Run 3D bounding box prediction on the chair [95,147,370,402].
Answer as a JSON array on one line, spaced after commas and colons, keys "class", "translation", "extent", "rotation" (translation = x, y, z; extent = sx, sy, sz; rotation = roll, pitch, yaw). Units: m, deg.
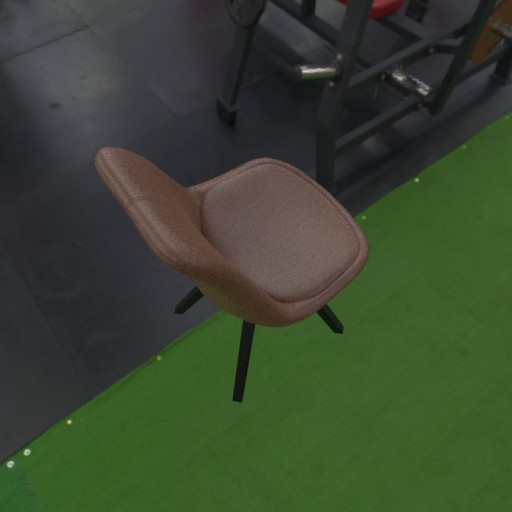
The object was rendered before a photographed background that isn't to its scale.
[{"class": "chair", "translation": [0.000, 0.000, 1.183], "extent": [0.550, 0.850, 0.475], "rotation": [-31, 64, -18]}]
